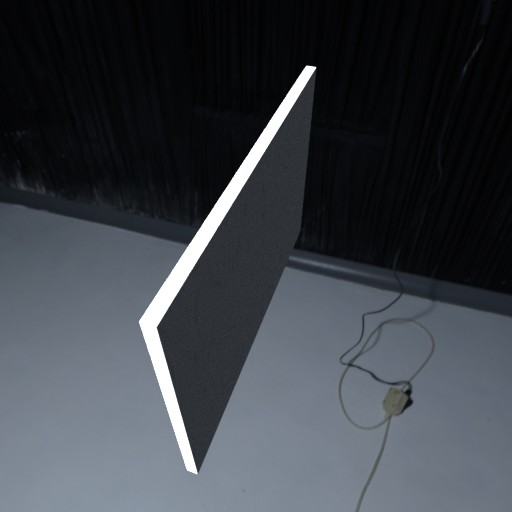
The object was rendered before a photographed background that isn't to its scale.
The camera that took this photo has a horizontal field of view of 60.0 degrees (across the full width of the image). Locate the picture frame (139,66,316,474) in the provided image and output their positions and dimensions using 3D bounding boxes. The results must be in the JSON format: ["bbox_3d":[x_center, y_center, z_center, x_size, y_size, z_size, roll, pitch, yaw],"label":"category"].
[{"bbox_3d":[0.000,0.000,1.195,0.029,0.640,0.950,14,48,13],"label":"picture frame"}]
